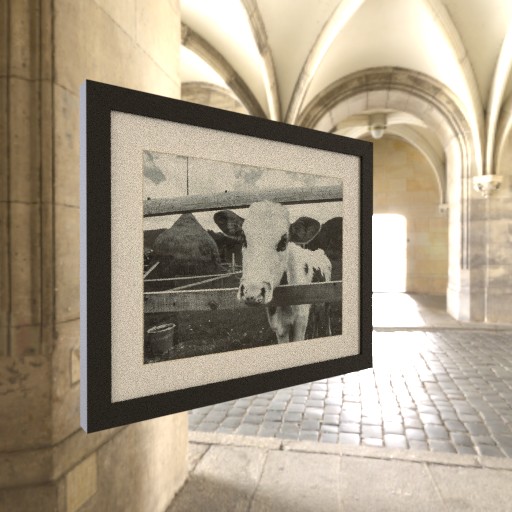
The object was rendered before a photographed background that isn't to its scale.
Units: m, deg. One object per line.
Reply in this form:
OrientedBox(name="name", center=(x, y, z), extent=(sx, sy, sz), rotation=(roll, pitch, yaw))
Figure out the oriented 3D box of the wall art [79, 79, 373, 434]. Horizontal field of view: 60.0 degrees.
OrientedBox(name="wall art", center=(0.000, 0.000, 0.538), extent=(0.404, 0.329, 0.024), rotation=(0, 1, -36))
